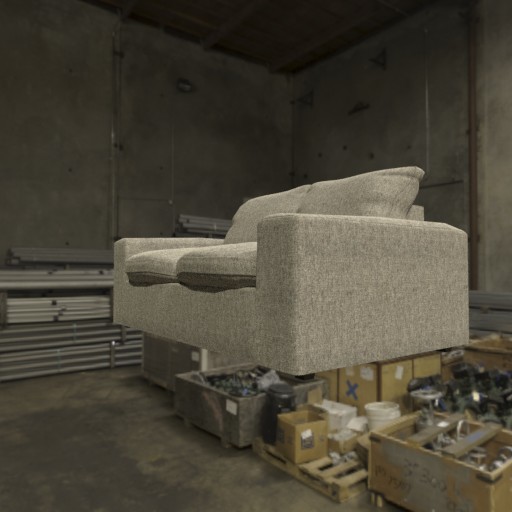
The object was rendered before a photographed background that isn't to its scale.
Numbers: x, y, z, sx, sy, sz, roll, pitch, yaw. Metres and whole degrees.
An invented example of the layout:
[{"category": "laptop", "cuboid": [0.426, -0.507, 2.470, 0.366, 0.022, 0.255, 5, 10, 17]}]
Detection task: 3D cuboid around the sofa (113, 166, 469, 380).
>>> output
[{"category": "sofa", "cuboid": [0.000, 0.000, 2.388, 1.094, 0.877, 1.758, 1, -2, -36]}]
